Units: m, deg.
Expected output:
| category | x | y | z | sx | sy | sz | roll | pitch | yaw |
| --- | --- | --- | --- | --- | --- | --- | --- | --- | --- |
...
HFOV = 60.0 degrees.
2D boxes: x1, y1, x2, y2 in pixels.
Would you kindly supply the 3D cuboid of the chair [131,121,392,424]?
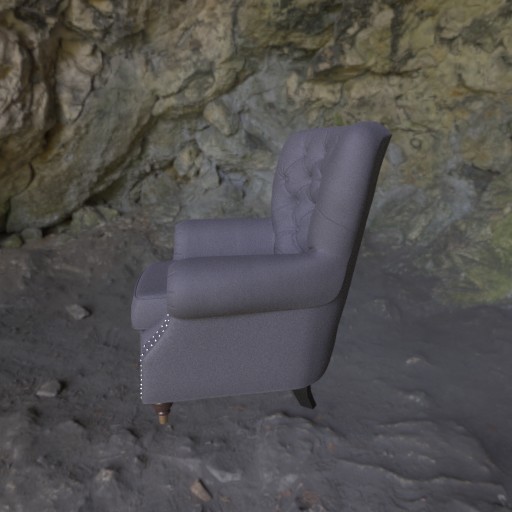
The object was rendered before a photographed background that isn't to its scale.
| category | x | y | z | sx | sy | sz | roll | pitch | yaw |
| --- | --- | --- | --- | --- | --- | --- | --- | --- | --- |
| chair | 0.000 | 0.000 | 1.827 | 0.983 | 1.046 | 0.983 | -2 | 14 | -8 |
